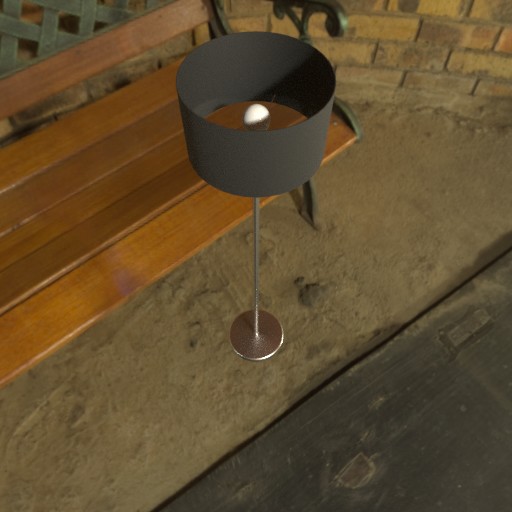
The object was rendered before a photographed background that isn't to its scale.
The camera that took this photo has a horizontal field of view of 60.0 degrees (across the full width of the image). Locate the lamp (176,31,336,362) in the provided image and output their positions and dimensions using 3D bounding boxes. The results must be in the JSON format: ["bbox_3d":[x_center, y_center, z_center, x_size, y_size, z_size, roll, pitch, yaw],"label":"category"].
[{"bbox_3d":[0.000,0.000,1.571,0.348,1.443,0.348,15,59,9],"label":"lamp"}]
